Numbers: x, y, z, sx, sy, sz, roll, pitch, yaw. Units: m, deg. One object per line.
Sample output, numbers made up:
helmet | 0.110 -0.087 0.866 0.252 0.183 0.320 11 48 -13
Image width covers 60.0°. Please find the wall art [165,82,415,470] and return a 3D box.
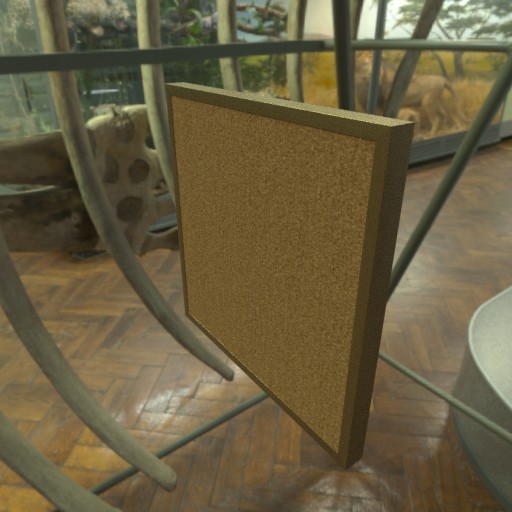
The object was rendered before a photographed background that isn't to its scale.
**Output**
wall art | 0.000 0.000 0.750 0.037 0.509 0.510 -18 32 -32
